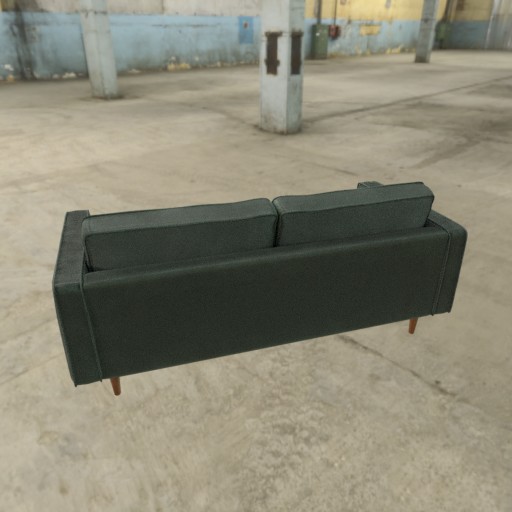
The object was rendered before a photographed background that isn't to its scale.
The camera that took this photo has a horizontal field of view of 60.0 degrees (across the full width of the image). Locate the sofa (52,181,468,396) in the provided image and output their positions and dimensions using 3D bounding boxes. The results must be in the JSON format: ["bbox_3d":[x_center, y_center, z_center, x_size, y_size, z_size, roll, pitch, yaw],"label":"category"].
[{"bbox_3d":[0.000,0.000,2.253,1.816,0.781,0.886,-8,28,-15],"label":"sofa"}]
